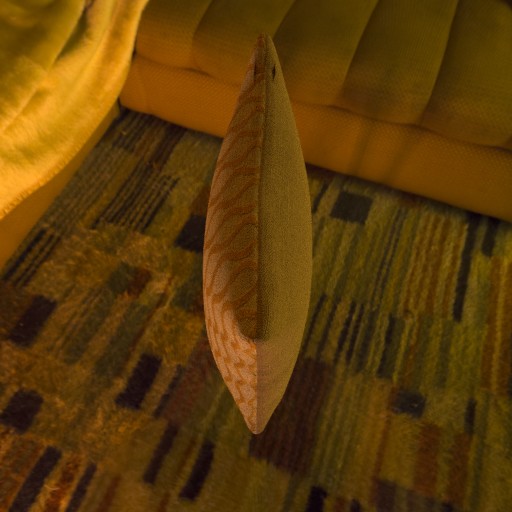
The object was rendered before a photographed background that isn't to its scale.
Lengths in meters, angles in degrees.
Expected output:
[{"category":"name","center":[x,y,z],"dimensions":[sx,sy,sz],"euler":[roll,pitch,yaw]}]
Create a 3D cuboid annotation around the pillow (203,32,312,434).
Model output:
[{"category":"pillow","center":[0.000,0.000,0.653],"dimensions":[0.159,0.436,0.429],"euler":[0,59,0]}]
